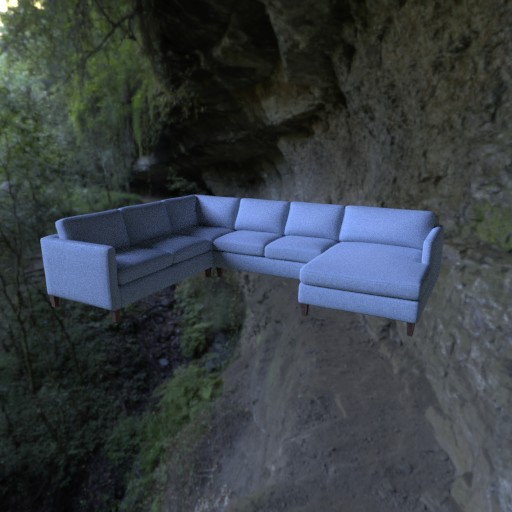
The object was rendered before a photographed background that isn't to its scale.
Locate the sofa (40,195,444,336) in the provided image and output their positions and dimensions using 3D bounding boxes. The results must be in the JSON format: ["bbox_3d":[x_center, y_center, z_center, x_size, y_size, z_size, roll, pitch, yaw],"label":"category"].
[{"bbox_3d":[0.000,0.000,4.614,3.403,0.889,2.551,8,17,27],"label":"sofa"}]
